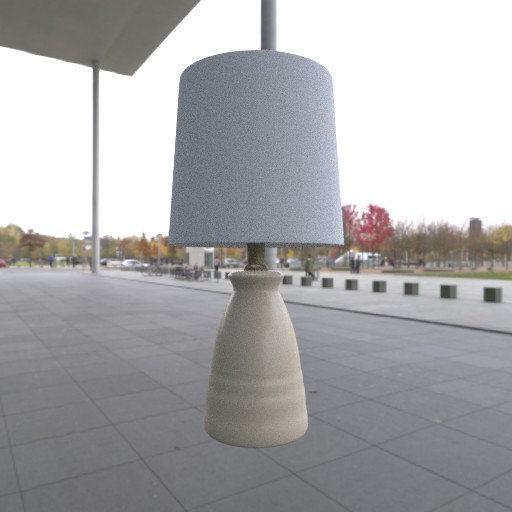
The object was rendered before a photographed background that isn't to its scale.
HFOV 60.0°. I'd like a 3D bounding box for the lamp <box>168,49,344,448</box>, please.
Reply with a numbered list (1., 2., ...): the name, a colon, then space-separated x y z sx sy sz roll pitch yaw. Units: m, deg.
1. lamp: 0.000 0.000 0.478 0.186 0.369 0.186 0 0 0
